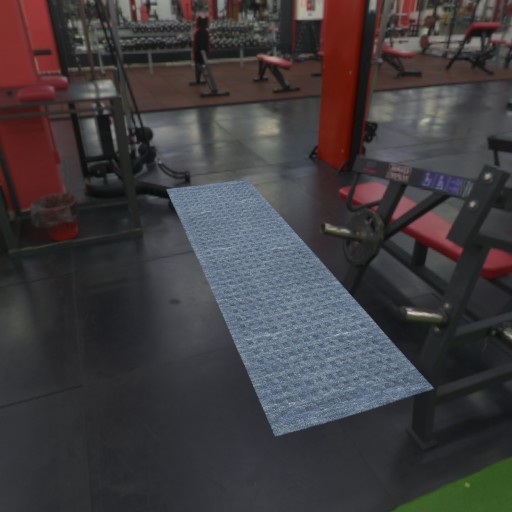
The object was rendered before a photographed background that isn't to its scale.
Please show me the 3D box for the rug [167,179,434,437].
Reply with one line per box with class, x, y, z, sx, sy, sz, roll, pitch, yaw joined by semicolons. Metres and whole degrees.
rug;0.000;0.000;2.673;0.688;0.008;2.443;-10;32;-16
